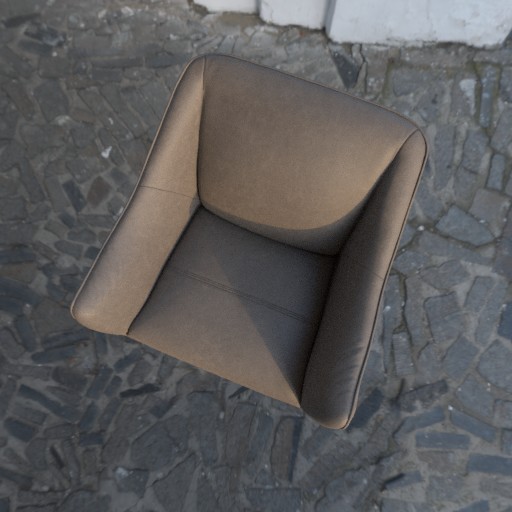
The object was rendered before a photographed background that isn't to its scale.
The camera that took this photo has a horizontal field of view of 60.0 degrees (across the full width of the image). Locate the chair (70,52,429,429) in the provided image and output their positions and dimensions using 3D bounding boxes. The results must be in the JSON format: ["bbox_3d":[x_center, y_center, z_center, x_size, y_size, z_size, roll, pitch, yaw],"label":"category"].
[{"bbox_3d":[0.000,0.000,1.513,0.871,0.830,0.852,21,76,5],"label":"chair"}]
